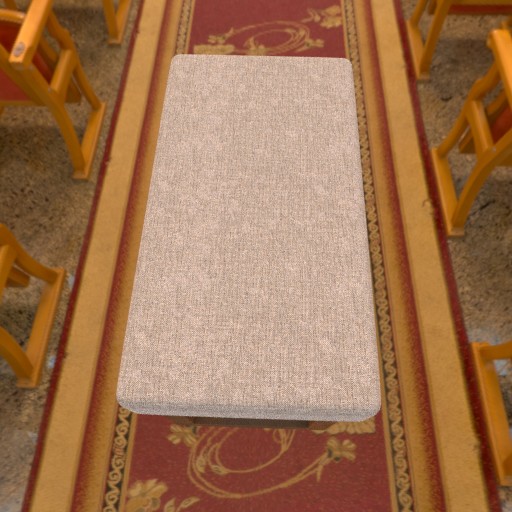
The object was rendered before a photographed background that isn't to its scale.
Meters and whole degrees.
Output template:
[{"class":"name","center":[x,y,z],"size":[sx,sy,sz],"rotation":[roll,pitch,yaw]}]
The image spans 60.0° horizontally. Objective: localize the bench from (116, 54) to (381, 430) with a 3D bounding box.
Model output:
[{"class":"bench","center":[0.000,0.000,0.940],"size":[0.366,0.467,0.681],"rotation":[2,64,1]}]
